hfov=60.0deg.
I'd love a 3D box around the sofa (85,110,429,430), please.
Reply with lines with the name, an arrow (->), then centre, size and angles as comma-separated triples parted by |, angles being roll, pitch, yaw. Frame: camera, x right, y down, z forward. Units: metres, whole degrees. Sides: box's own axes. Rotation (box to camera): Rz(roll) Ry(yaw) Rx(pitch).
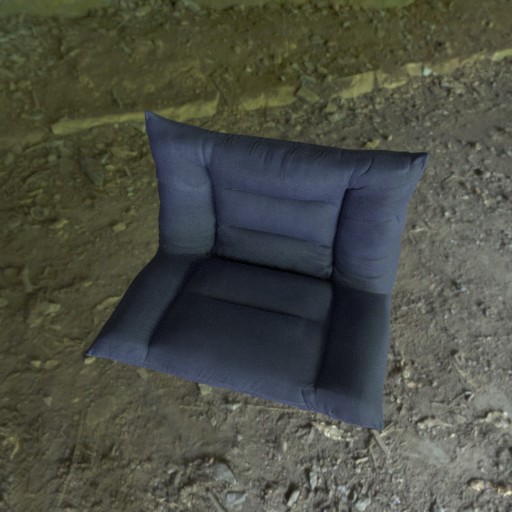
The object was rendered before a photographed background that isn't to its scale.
sofa -> 0.000, 0.000, 1.699 | 1.122, 0.778, 0.849 | 11, 42, 12
